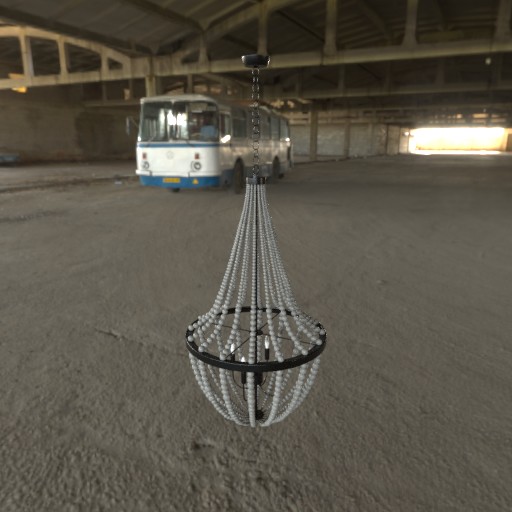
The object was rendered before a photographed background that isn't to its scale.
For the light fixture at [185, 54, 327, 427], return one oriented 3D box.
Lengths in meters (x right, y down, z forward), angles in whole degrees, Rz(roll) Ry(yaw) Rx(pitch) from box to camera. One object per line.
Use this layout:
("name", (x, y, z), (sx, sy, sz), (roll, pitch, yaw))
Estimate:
("light fixture", (0.000, 0.000, 1.365), (0.450, 1.133, 0.450), (0, 14, 0))
